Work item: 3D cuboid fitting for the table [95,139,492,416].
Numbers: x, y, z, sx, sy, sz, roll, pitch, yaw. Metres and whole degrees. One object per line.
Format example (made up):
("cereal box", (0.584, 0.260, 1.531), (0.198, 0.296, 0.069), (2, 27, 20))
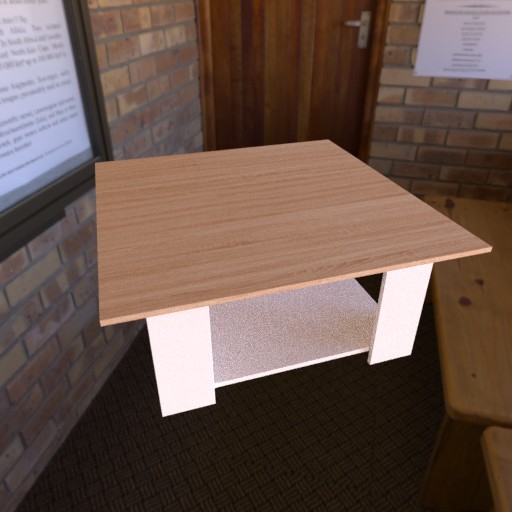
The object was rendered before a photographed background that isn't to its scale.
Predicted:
("table", (0.000, 0.000, 1.053), (0.670, 0.305, 0.670), (-9, 33, -15))
